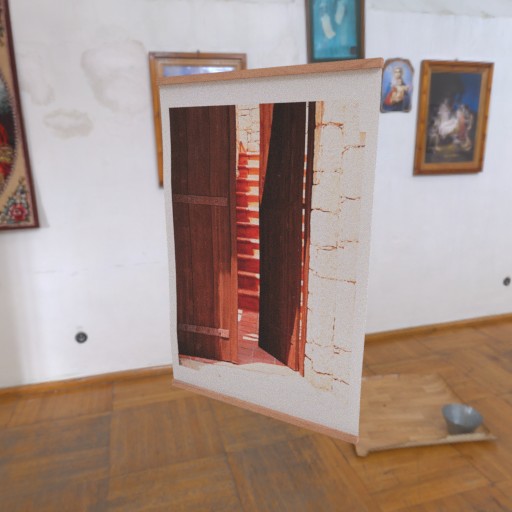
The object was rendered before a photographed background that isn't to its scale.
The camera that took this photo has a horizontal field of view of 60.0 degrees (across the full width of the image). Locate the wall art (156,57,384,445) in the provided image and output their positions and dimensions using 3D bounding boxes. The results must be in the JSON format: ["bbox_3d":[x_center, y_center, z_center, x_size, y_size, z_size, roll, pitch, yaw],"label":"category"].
[{"bbox_3d":[0.000,0.000,0.648,0.332,0.508,0.012,8,16,28],"label":"wall art"}]
